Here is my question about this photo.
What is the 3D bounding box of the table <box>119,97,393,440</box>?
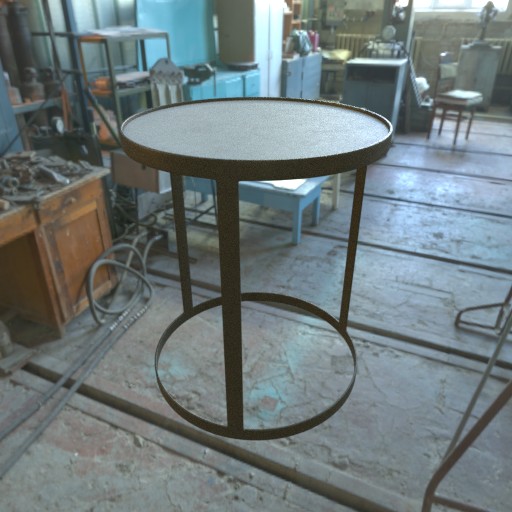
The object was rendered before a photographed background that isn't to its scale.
[{"bbox_3d":[0.000,0.000,0.943,0.480,0.565,0.480,0,29,0],"label":"table"}]
